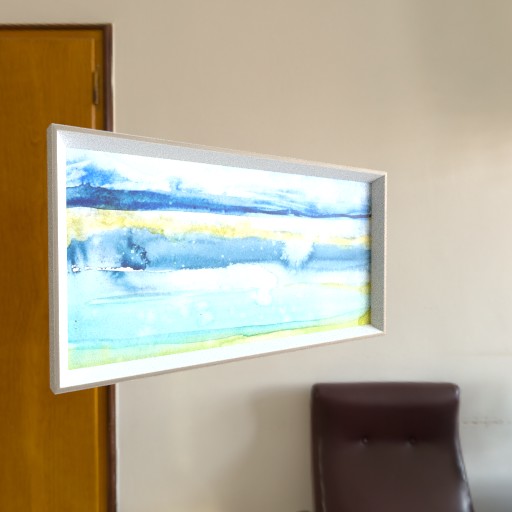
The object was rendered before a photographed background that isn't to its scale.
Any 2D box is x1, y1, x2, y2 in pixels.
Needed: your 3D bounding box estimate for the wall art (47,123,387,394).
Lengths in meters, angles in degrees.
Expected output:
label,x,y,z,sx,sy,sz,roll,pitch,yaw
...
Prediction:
label,x,y,z,sx,sy,sz,roll,pitch,yaw
wall art,0.000,0.000,0.952,0.812,0.431,0.038,-1,2,-35
